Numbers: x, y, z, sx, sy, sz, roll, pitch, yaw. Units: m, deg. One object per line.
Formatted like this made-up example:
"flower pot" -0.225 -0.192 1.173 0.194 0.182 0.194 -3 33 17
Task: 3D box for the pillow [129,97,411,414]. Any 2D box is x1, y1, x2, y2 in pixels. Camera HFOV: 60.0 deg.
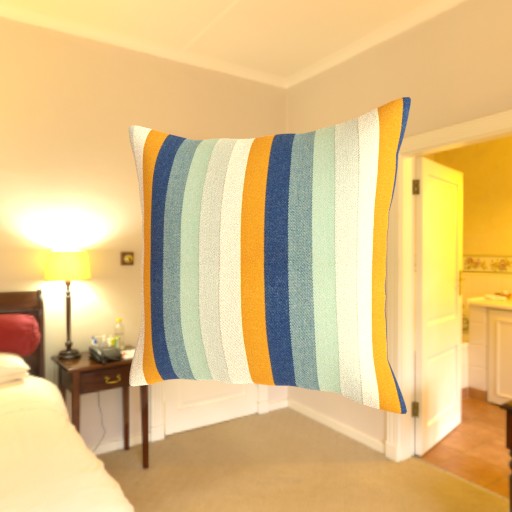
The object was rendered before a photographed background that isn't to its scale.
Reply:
"pillow" 0.000 0.000 0.704 0.463 0.454 0.173 0 1 18
